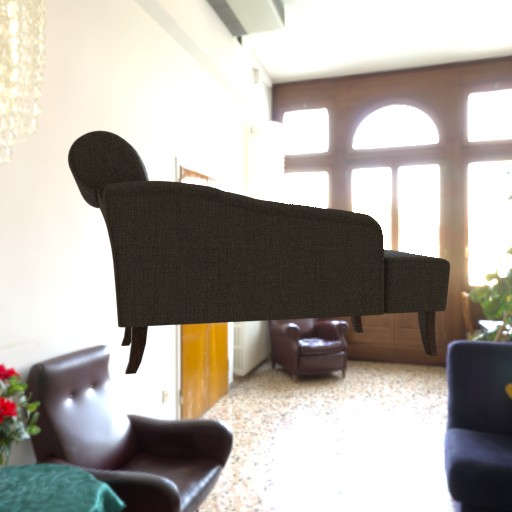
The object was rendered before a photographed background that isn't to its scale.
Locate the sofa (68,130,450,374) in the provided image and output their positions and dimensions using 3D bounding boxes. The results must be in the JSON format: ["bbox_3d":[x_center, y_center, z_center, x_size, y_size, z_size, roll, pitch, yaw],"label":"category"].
[{"bbox_3d":[0.000,0.000,1.807,1.379,0.787,0.675,0,0,-18],"label":"sofa"}]
